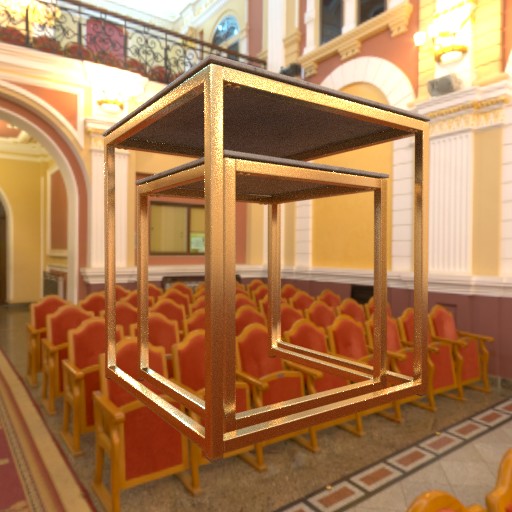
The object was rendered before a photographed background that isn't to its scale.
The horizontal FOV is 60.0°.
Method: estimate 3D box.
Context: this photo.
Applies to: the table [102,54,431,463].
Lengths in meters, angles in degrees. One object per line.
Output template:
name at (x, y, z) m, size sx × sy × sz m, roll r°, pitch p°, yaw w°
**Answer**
table at (0.000, 0.000, 0.853) m, size 0.450 × 0.500 × 0.450 m, roll -1°, pitch 1°, yaw -35°
